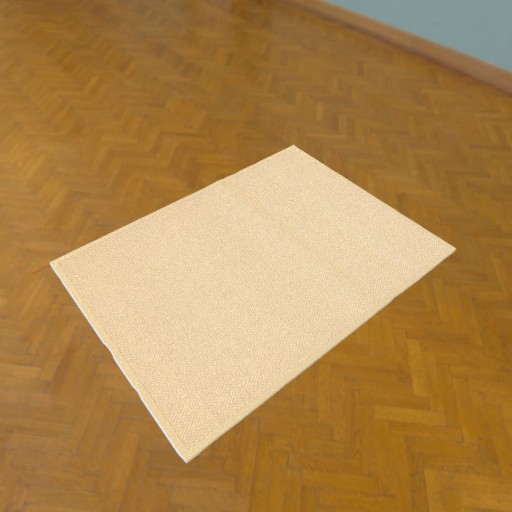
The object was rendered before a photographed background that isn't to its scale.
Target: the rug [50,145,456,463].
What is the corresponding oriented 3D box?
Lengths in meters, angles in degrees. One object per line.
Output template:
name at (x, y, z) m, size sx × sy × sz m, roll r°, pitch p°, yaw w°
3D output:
rug at (0.000, 0.000, 4.950) m, size 3.659 × 0.037 × 2.734 m, roll -31°, pitch 54°, yaw -26°
